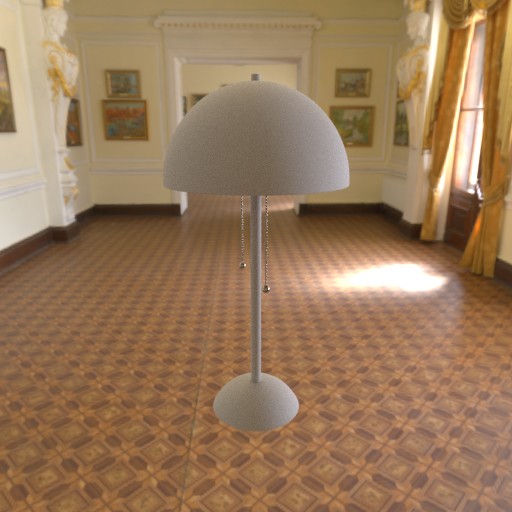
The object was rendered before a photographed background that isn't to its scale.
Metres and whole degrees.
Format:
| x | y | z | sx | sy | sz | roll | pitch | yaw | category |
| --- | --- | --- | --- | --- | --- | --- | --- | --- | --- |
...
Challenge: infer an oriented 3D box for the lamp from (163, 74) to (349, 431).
| x | y | z | sx | sy | sz | roll | pitch | yaw | category |
| --- | --- | --- | --- | --- | --- | --- | --- | --- | --- |
| 0.000 | 0.000 | 0.433 | 0.171 | 0.330 | 0.171 | 0 | 16 | 0 | lamp |
